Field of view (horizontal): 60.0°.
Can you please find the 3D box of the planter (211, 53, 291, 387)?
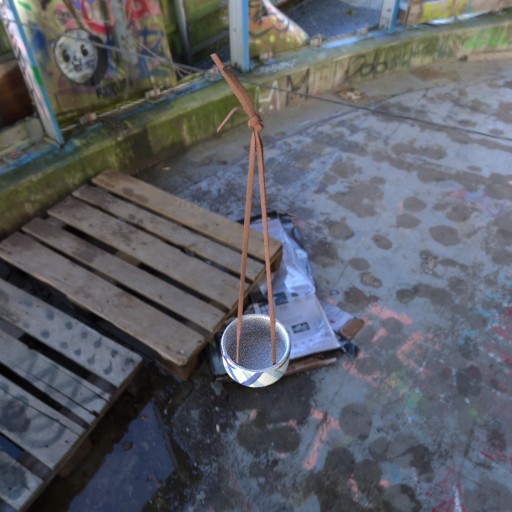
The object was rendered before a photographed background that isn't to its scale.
[{"bbox_3d":[0.000,0.000,0.833,0.166,0.751,0.166,24,50,21],"label":"planter"}]
